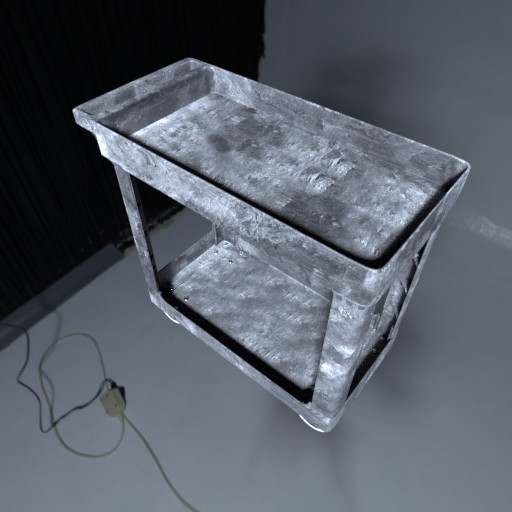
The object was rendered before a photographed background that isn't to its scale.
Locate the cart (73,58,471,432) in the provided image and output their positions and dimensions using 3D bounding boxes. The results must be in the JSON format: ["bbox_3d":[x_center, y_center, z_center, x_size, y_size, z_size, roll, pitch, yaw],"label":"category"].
[{"bbox_3d":[0.000,0.000,1.330,0.877,0.824,0.420,31,54,26],"label":"cart"}]
